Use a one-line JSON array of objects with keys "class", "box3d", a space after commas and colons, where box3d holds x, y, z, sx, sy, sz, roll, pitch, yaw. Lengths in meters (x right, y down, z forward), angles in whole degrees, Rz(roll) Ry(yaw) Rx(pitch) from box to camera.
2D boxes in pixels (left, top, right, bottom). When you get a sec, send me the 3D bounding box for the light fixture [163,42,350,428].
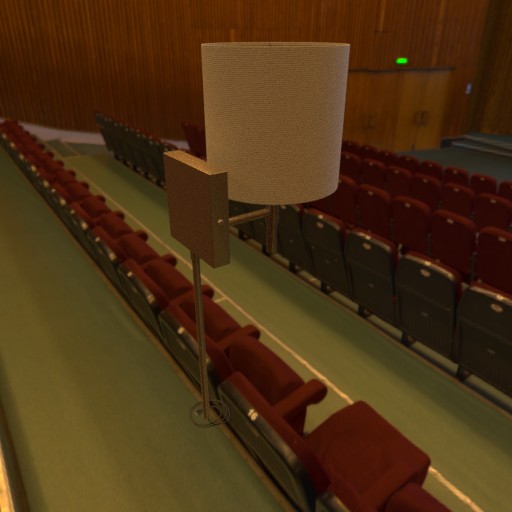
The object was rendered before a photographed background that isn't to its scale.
[{"class": "light fixture", "box3d": [0.000, 0.000, 0.684, 0.248, 0.589, 0.188, -18, 32, -31]}]
